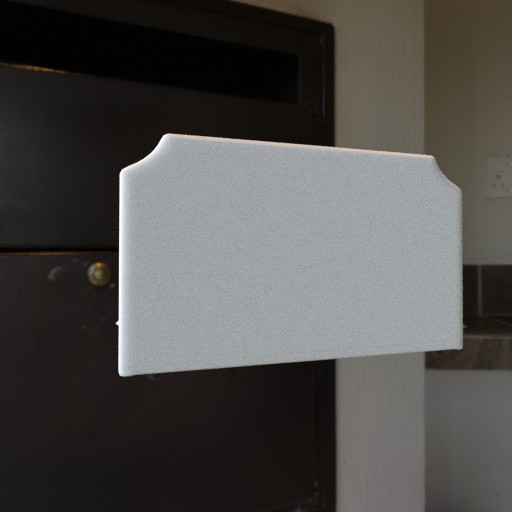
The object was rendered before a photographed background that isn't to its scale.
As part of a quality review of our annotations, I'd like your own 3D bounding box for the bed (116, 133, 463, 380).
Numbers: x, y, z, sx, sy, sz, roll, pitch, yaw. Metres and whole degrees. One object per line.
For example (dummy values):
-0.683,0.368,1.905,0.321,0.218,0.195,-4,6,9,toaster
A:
0.000,0.000,3.603,2.160,1.301,2.204,0,0,-18,bed
